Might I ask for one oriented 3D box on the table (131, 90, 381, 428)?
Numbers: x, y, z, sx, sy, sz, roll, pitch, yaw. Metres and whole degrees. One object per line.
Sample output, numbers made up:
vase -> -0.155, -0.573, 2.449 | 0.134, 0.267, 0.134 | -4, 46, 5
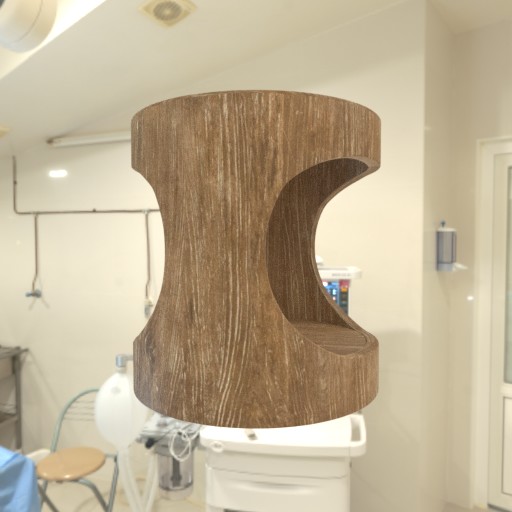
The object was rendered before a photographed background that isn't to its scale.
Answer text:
table -> 0.000, 0.000, 0.980 | 0.527, 0.551, 0.527 | 0, 2, 0
